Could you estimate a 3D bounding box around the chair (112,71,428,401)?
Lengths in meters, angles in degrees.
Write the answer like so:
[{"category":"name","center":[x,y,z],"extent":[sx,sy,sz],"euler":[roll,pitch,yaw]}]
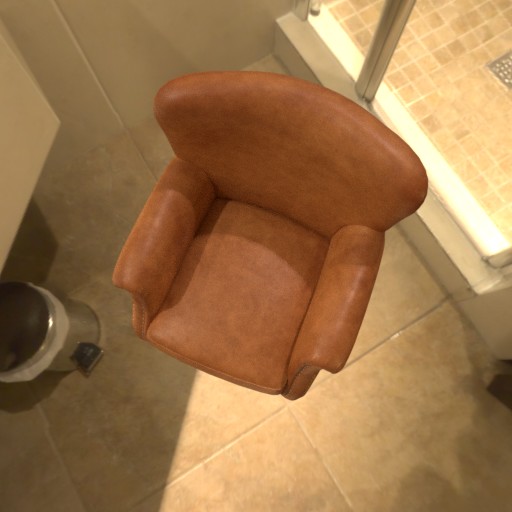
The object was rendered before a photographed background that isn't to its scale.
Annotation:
[{"category":"chair","center":[0.000,0.000,1.652],"extent":[0.861,0.936,0.921],"euler":[21,76,5]}]
